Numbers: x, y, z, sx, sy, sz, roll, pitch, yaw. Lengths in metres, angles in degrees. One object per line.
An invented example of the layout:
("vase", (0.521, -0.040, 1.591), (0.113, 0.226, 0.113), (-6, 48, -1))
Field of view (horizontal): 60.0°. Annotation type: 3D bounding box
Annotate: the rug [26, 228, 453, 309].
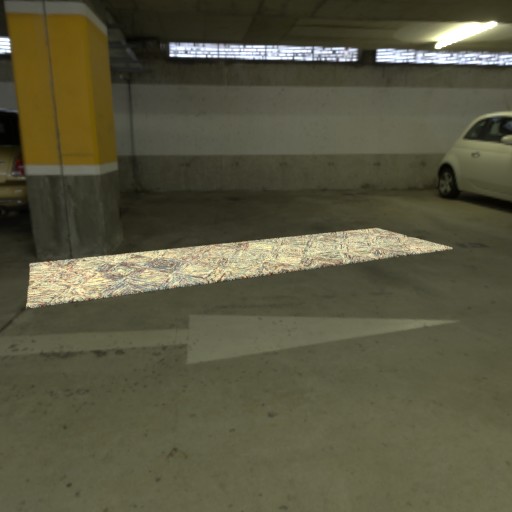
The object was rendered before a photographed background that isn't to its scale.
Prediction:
("rug", (0.000, 0.000, 2.484), (2.292, 0.015, 0.688), (-7, 16, -24))
